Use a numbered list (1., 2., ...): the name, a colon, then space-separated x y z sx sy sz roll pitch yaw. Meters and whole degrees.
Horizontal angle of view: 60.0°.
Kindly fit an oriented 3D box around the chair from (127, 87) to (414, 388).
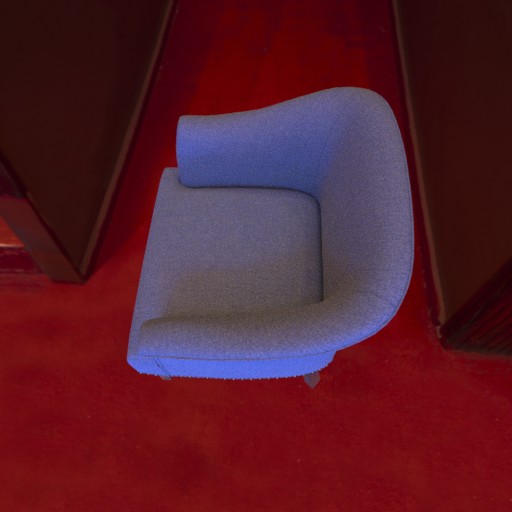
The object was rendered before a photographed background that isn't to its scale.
1. chair: 0.000 0.000 1.374 0.704 0.815 0.798 2 60 1
